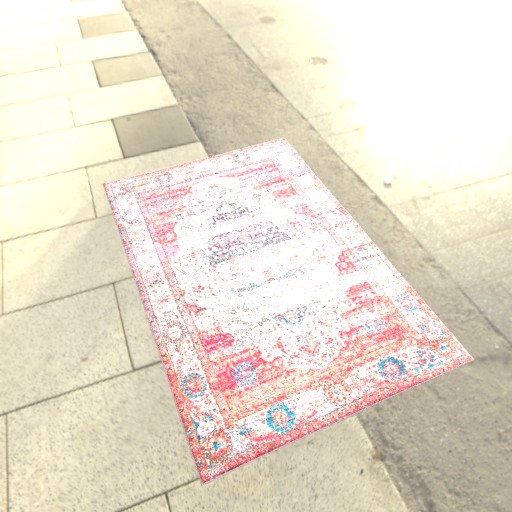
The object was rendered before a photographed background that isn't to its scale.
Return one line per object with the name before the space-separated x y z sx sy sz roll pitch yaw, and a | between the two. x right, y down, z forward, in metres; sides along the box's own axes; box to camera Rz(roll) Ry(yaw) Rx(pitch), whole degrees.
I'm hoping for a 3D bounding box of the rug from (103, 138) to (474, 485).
rug | 0.000 0.000 2.274 1.219 0.006 1.829 -18 50 -16
